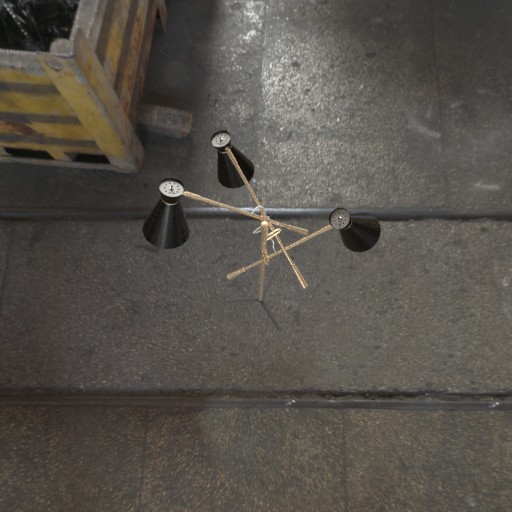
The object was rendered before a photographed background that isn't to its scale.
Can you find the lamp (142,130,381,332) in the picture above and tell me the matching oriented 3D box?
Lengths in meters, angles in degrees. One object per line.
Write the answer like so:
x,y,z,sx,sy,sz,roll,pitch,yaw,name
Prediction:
0.000,0.000,2.173,0.750,1.804,0.653,-32,77,-8,lamp
